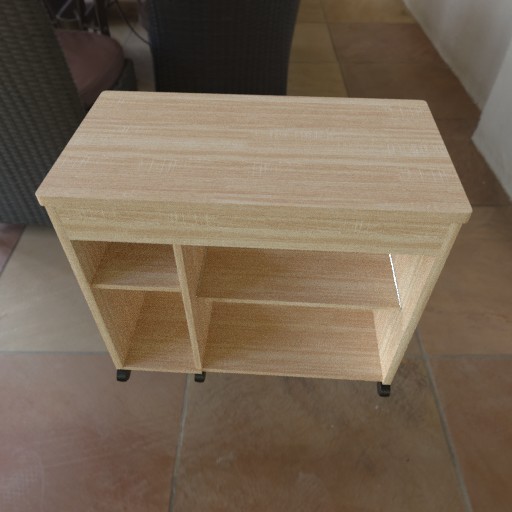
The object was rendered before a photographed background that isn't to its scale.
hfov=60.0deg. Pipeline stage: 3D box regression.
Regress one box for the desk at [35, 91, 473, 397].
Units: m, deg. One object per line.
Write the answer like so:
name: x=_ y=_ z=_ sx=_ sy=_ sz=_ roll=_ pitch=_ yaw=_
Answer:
desk: x=0.000 y=0.000 z=1.322 sx=0.884 sy=0.770 sz=0.480 roll=3 pitch=46 yaw=3
